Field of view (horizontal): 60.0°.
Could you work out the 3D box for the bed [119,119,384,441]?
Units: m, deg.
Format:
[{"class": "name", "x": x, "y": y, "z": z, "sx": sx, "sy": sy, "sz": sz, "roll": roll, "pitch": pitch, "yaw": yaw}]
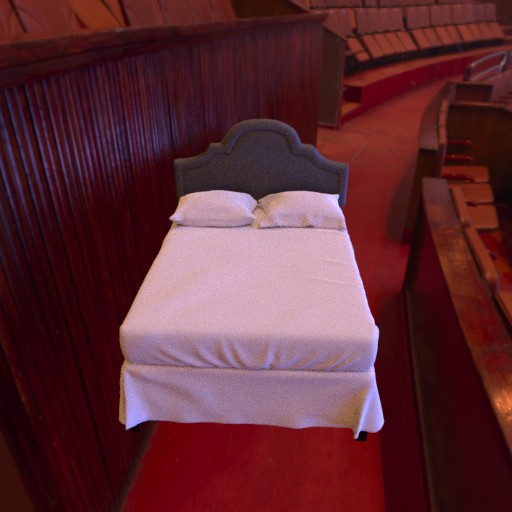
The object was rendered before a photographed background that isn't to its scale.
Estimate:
[{"class": "bed", "x": 0.000, "y": 0.000, "z": 3.404, "sx": 1.780, "sy": 1.634, "sz": 2.222, "roll": 1, "pitch": 30, "yaw": 2}]
